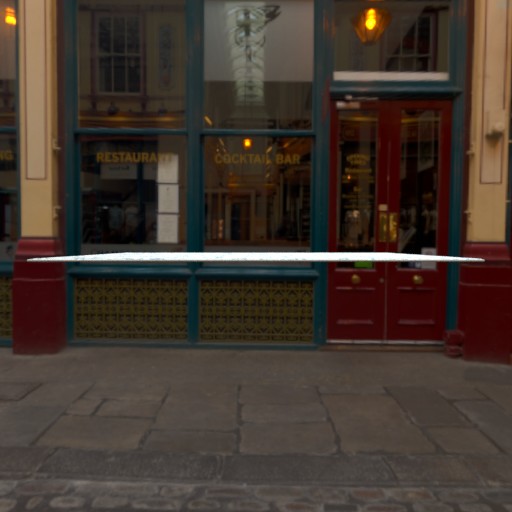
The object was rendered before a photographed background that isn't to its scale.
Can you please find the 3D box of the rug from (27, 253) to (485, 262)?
[{"bbox_3d":[0.000,0.000,2.918,2.197,0.014,1.586,0,1,0],"label":"rug"}]
